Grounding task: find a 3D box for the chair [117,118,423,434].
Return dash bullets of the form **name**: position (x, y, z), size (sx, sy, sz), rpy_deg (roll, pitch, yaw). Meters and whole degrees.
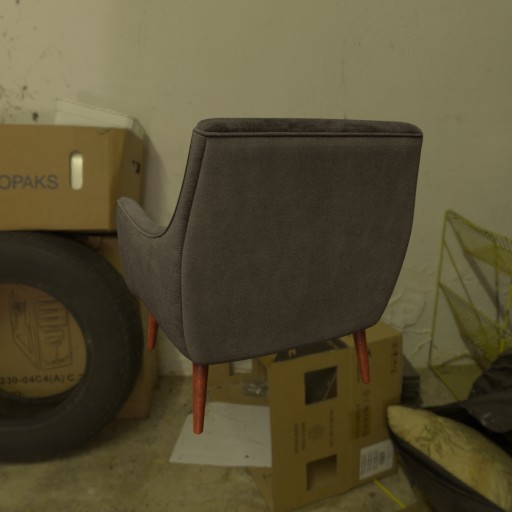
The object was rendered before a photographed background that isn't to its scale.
- **chair**: position (0.000, 0.000, 1.452), size (0.762, 0.838, 0.787), rpy_deg (-7, 17, -25)
